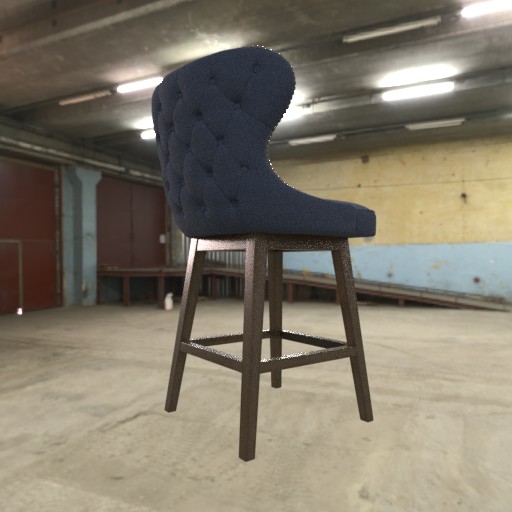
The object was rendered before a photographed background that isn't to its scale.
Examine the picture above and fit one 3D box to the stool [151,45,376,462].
[{"bbox_3d":[0.000,0.000,1.337,0.597,0.972,0.615,0,-1,-36],"label":"stool"}]
